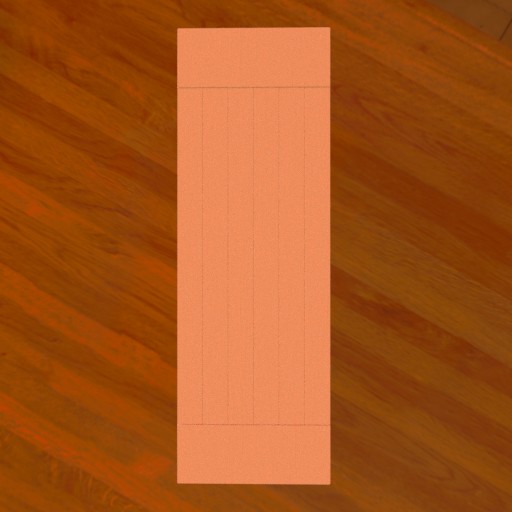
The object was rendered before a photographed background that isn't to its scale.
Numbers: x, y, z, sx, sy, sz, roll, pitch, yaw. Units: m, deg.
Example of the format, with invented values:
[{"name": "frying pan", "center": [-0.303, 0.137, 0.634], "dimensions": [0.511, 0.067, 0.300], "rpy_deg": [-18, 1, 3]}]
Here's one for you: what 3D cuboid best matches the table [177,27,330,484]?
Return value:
[{"name": "table", "center": [0.000, 0.000, 1.416], "dimensions": [0.373, 0.768, 1.062], "rpy_deg": [0, 90, 1]}]
